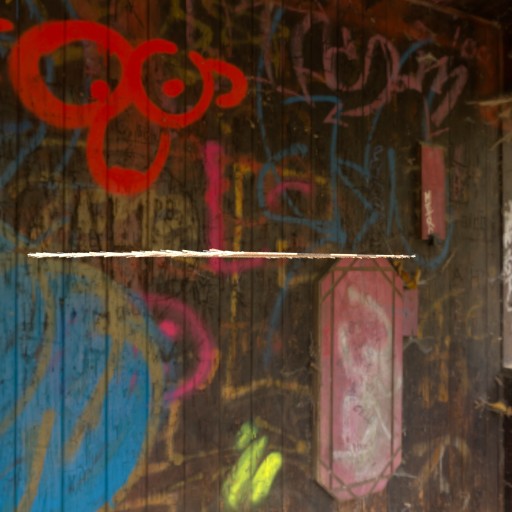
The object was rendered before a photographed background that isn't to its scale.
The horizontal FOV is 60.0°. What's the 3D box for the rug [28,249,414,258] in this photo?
[{"bbox_3d":[0.000,0.000,2.541,1.224,0.027,2.021,0,-1,36],"label":"rug"}]
